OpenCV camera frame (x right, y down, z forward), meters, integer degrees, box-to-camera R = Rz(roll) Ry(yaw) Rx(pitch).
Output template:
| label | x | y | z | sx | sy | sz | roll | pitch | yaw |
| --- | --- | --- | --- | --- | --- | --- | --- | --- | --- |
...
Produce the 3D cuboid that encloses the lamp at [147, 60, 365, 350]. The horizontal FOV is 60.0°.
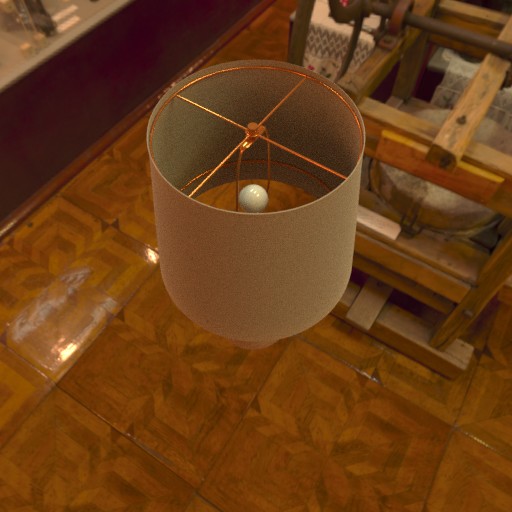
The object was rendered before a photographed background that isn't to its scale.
| label | x | y | z | sx | sy | sz | roll | pitch | yaw |
| --- | --- | --- | --- | --- | --- | --- | --- | --- | --- |
| lamp | 0.000 | 0.000 | 0.449 | 0.189 | 0.340 | 0.189 | 0 | 59 | 0 |
